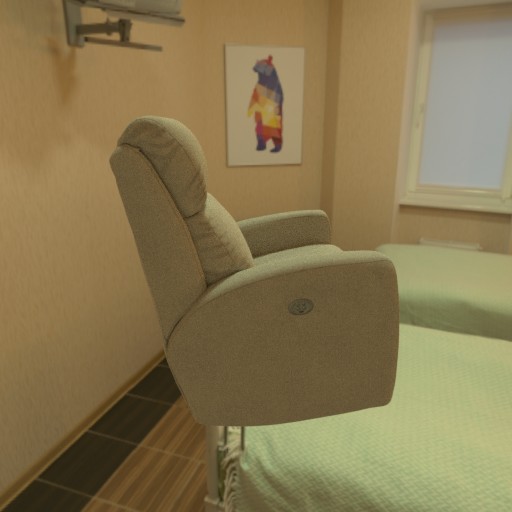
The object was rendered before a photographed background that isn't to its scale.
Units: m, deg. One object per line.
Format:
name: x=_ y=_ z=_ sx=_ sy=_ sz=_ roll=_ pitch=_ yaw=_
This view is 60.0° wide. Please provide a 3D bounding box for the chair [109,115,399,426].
chair: x=0.000 y=0.000 z=1.694 sx=0.940 sy=1.021 sz=0.794 roll=-3 pitch=18 yaw=-9
